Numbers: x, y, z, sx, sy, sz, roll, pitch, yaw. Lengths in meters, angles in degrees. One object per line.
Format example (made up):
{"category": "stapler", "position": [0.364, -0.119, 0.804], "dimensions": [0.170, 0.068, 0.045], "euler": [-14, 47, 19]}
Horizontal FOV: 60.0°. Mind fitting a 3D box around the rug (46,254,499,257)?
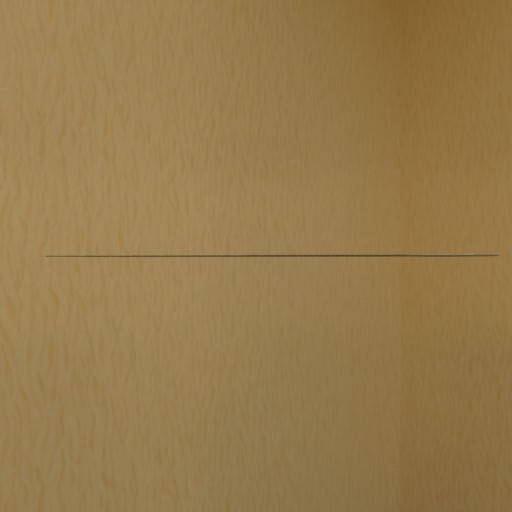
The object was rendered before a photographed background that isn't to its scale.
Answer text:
{"category": "rug", "position": [0.000, 0.000, 2.447], "dimensions": [2.275, 0.009, 0.684], "euler": [0, 0, 19]}
